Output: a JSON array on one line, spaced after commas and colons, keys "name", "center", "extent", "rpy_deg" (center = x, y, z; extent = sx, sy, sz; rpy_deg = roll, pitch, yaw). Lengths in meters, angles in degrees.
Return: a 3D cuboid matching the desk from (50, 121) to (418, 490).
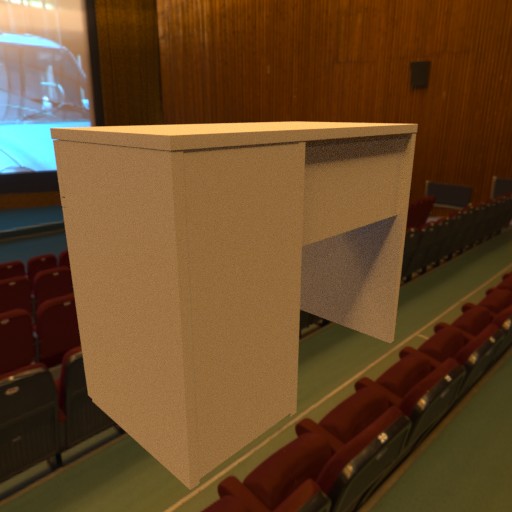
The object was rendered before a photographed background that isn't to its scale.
[{"name": "desk", "center": [0.000, 0.000, 1.293], "extent": [0.482, 0.730, 0.898], "rpy_deg": [17, 24, 41]}]
